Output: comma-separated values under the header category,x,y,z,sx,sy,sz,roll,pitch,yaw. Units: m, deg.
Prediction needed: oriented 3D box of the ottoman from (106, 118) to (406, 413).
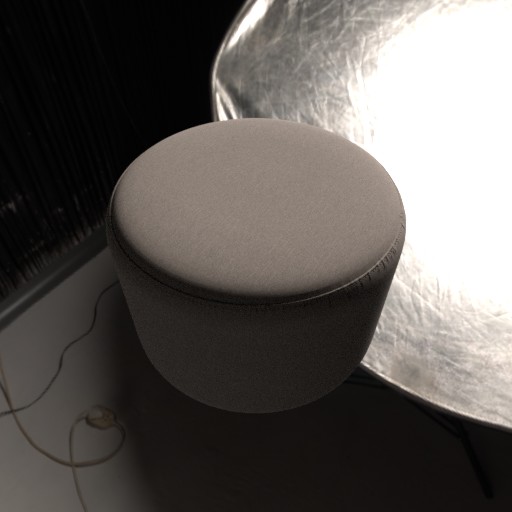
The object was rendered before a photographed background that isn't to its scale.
category,x,y,z,sx,sy,sz,roll,pitch,yaw
ottoman,0.000,0.000,1.028,0.608,0.433,0.608,0,46,0
